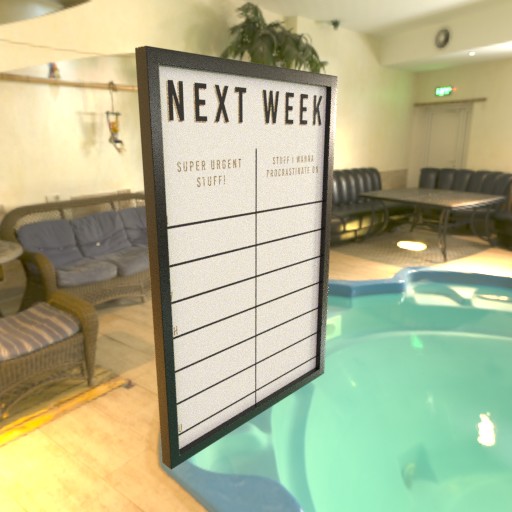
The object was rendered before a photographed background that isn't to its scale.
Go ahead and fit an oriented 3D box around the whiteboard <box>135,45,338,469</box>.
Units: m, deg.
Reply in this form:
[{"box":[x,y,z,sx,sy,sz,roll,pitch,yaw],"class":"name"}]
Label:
[{"box":[0.000,0.000,0.761,0.026,0.611,0.406,14,21,42],"class":"whiteboard"}]
